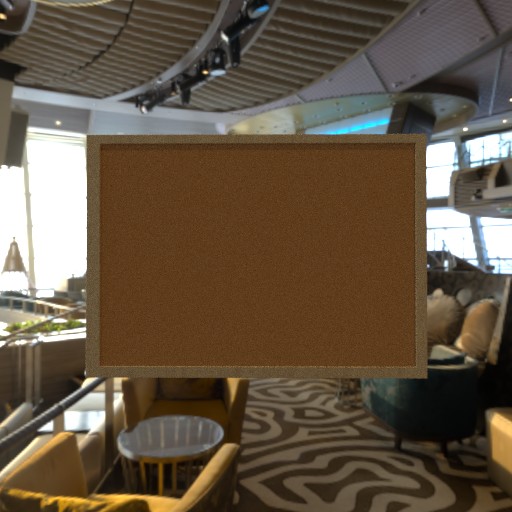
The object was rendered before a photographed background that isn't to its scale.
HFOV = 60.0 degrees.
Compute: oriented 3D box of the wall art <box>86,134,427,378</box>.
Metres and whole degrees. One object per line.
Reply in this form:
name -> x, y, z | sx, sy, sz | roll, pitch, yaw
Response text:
wall art -> 0.000, 0.000, 0.707 | 0.532, 0.380, 0.032 | 0, 0, 1
